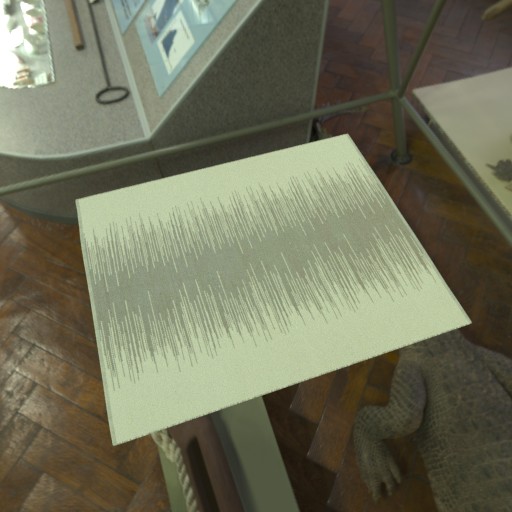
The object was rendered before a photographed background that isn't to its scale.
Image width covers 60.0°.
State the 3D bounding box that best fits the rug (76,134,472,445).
[{"bbox_3d":[0.000,0.000,4.108,3.037,0.010,2.453,-16,58,-10],"label":"rug"}]
